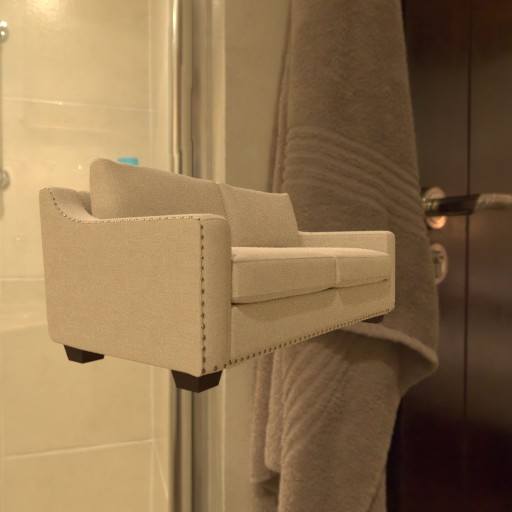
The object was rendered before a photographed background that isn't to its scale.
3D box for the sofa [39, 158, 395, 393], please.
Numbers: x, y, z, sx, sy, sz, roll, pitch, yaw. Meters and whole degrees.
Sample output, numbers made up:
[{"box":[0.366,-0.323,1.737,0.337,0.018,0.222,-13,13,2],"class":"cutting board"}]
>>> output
[{"box":[0.000,0.000,2.695,1.104,0.983,2.107,1,1,35],"class":"sofa"}]
